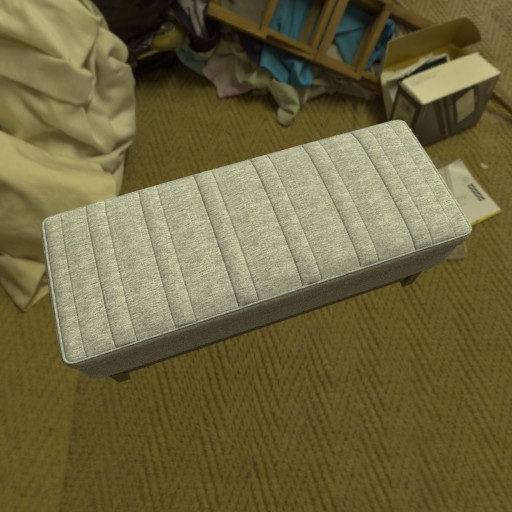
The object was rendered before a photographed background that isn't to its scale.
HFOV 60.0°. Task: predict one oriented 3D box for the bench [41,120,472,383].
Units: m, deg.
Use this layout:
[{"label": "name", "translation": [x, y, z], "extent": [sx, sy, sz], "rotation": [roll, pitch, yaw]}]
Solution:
[{"label": "bench", "translation": [0.000, 0.000, 1.346], "extent": [1.100, 0.470, 0.429], "rotation": [-17, 66, -8]}]
